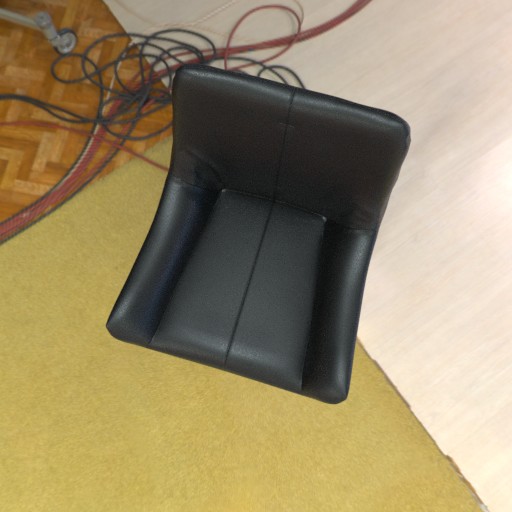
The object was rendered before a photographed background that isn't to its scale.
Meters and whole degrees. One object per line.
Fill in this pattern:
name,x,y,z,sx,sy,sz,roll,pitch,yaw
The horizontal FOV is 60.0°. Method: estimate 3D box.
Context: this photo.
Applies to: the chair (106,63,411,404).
chair,0.000,0.000,1.555,0.836,0.922,0.826,16,77,4
